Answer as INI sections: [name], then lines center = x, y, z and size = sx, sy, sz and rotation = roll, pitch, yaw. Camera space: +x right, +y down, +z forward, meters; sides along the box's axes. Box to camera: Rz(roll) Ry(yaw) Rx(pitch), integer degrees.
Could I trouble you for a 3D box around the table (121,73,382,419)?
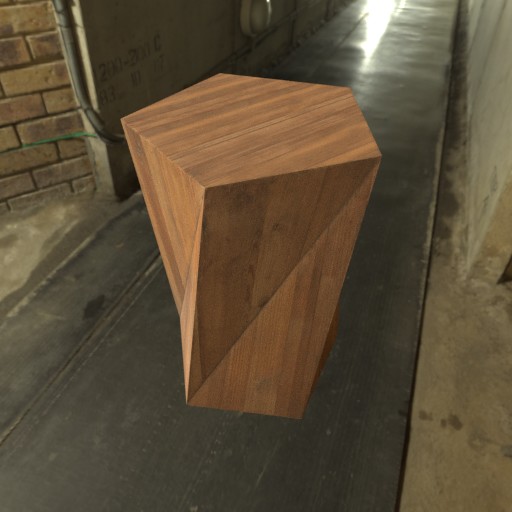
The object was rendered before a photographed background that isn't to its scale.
[table]
center = 0.000, 0.000, 0.926
size = 0.425, 0.604, 0.441
rotation = -12, 43, -13
